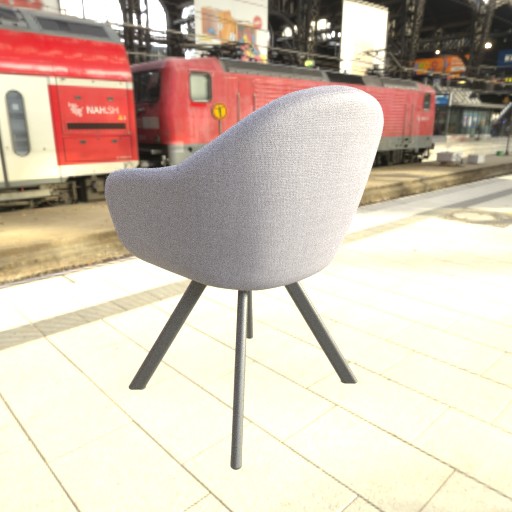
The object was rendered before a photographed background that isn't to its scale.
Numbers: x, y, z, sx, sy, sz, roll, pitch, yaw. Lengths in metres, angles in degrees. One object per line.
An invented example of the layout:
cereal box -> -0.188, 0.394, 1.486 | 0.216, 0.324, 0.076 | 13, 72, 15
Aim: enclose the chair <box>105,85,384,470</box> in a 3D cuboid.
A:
chair -> 0.000, 0.000, 1.138 | 0.550, 0.795, 0.590 | 16, 23, 42
